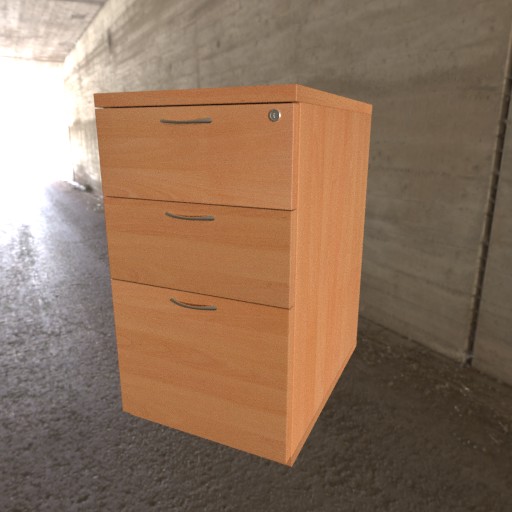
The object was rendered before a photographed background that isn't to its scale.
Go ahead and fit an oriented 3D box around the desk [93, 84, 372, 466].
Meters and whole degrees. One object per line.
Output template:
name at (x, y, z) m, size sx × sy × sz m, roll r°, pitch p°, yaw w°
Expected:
desk at (0.000, 0.000, 1.097) m, size 0.404 × 0.730 × 0.600 m, roll 7°, pitch 17°, yaw 24°
